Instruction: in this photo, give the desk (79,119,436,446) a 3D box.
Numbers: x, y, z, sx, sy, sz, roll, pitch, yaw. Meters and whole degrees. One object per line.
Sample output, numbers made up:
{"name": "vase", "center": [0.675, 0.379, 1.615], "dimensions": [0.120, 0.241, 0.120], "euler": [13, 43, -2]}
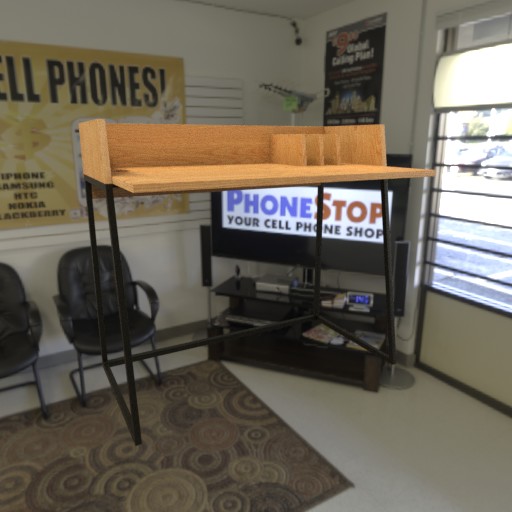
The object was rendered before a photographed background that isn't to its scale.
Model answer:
{"name": "desk", "center": [0.000, 0.000, 1.842], "dimensions": [1.191, 1.061, 0.769], "euler": [-8, 17, -27]}
